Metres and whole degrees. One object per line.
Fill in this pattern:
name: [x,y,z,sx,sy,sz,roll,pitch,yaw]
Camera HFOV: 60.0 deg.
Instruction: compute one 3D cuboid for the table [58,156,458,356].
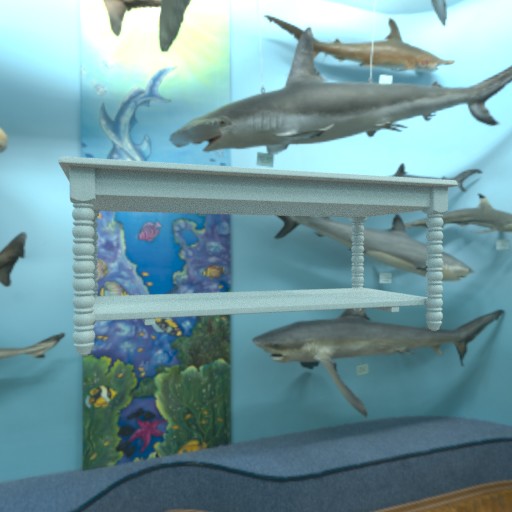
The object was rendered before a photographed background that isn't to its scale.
table: [0.000,0.000,1.501,1.171,0.487,0.580,0,1,-19]
